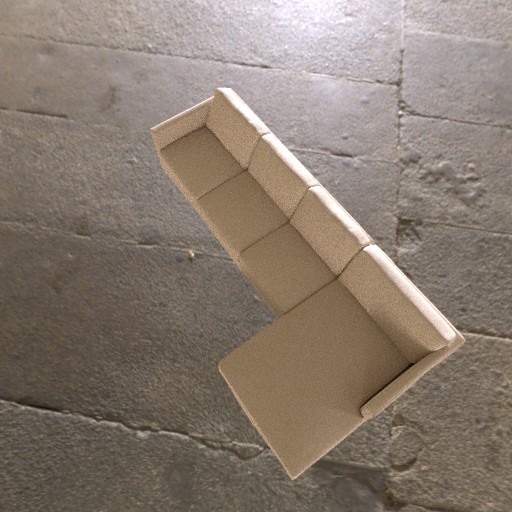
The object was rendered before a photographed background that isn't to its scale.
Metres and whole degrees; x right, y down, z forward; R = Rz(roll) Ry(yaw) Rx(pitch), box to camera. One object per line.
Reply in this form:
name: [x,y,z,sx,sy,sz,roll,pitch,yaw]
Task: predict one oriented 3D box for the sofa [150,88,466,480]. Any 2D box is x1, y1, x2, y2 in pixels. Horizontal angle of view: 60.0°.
sofa: [0.000,0.000,3.884,1.625,0.861,3.186,-33,68,-15]
